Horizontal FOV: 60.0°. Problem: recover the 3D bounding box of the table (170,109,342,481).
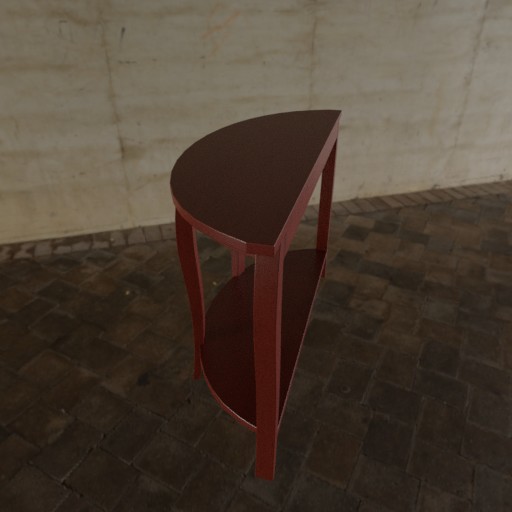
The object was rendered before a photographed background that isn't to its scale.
[{"bbox_3d":[0.000,0.000,1.566,0.405,0.779,1.219,8,31,13],"label":"table"}]
